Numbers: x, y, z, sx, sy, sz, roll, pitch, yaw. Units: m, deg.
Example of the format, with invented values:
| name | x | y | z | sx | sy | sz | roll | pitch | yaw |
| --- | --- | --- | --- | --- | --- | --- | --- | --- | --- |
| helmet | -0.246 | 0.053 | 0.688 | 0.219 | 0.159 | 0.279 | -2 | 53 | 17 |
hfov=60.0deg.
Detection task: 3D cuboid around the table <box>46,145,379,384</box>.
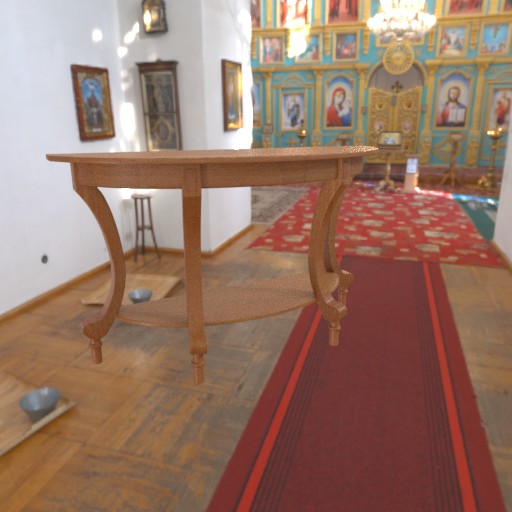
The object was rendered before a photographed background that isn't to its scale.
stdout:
| name | x | y | z | sx | sy | sz | roll | pitch | yaw |
| --- | --- | --- | --- | --- | --- | --- | --- | --- | --- |
| table | 0.000 | 0.000 | 1.511 | 1.198 | 0.692 | 0.394 | -9 | 19 | -27 |
